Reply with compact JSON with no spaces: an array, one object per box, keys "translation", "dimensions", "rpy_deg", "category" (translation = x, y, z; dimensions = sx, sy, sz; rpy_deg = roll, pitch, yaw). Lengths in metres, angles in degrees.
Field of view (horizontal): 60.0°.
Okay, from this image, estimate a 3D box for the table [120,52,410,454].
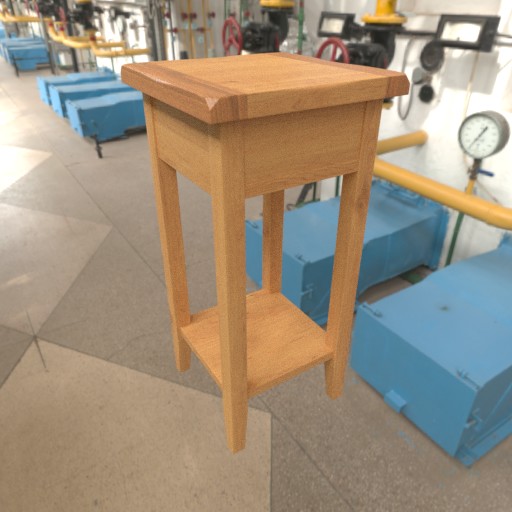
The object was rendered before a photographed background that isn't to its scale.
[{"translation":[0.000,0.000,0.941],"dimensions":[0.360,0.740,0.360],"rpy_deg":[-18,35,-27],"category":"table"}]
